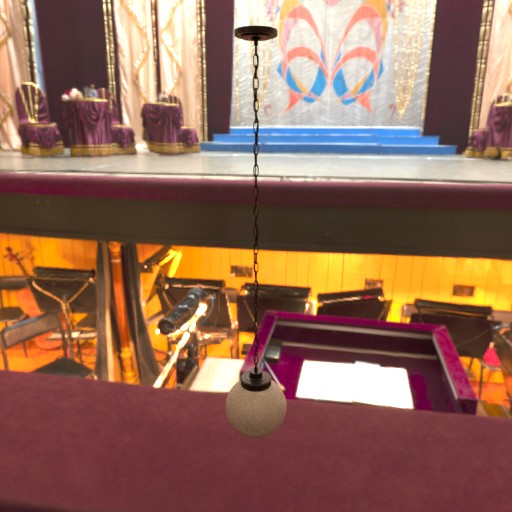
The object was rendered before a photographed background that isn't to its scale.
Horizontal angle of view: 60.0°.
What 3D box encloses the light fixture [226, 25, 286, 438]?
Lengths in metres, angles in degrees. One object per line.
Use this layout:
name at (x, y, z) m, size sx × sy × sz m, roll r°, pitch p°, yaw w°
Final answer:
light fixture at (0.000, 0.000, 2.018) m, size 0.304 × 1.867 × 0.305 m, roll 3°, pitch 16°, yaw 9°
